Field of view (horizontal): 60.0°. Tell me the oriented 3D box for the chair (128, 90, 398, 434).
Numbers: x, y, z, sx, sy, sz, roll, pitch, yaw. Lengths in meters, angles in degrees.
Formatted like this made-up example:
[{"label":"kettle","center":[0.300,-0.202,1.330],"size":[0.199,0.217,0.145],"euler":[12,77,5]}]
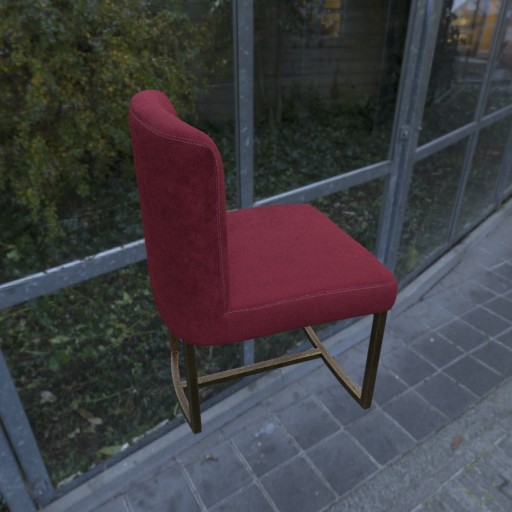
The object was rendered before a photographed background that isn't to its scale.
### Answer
[{"label":"chair","center":[0.000,0.000,1.187],"size":[0.560,0.824,0.530],"euler":[-10,30,-17]}]
